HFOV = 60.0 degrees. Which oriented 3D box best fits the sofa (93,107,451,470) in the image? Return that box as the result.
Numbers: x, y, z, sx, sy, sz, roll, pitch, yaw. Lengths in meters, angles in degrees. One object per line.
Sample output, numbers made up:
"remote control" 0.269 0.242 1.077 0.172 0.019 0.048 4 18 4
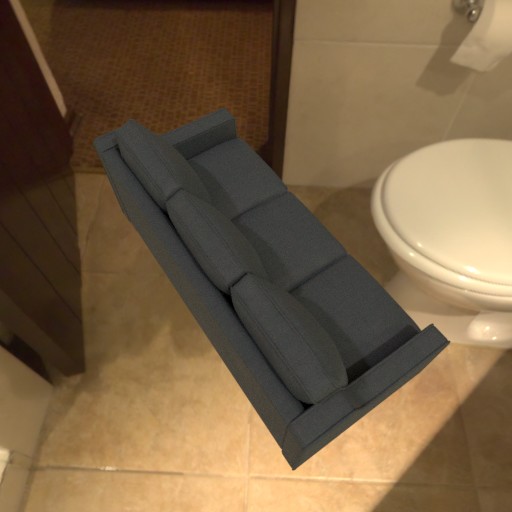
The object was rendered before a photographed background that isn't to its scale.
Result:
"sofa" 0.000 0.000 2.514 0.911 0.974 1.986 -30 63 -17
